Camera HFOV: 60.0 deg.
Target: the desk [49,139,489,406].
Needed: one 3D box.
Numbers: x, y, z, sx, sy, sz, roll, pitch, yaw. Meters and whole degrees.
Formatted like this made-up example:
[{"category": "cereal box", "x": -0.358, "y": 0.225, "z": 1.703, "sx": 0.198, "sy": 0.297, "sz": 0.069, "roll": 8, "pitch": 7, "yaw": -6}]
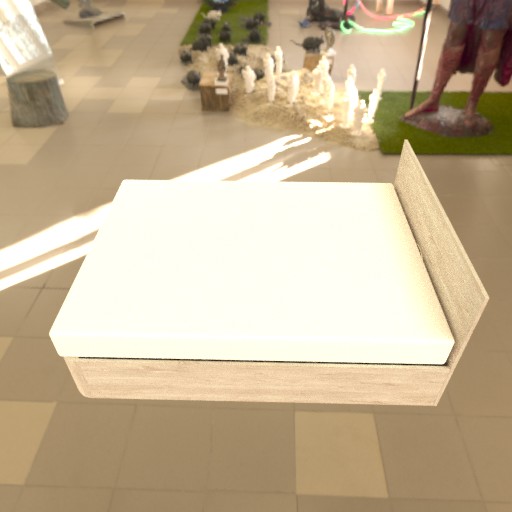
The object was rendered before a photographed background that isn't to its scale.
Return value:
[{"category": "desk", "x": 0.000, "y": 0.000, "z": 2.578, "sx": 1.900, "sy": 0.800, "sz": 1.400, "roll": 1, "pitch": 41, "yaw": 1}]
